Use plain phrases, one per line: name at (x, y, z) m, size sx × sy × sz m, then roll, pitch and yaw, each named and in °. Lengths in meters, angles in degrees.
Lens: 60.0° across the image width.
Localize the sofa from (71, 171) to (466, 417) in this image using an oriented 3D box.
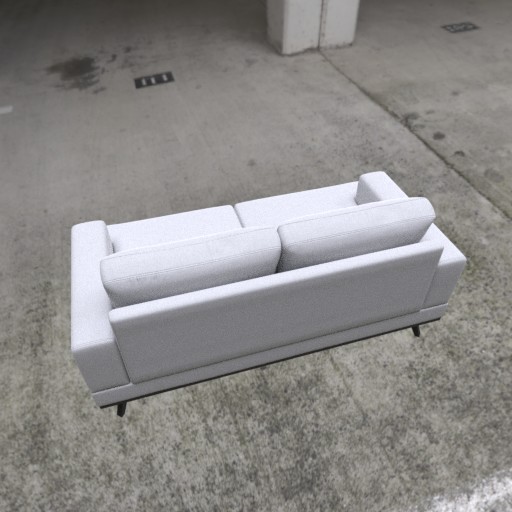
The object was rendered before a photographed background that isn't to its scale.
sofa at (0.000, 0.000, 2.161) m, size 1.650 × 0.810 × 0.920 m, roll -12°, pitch 44°, yaw -12°
